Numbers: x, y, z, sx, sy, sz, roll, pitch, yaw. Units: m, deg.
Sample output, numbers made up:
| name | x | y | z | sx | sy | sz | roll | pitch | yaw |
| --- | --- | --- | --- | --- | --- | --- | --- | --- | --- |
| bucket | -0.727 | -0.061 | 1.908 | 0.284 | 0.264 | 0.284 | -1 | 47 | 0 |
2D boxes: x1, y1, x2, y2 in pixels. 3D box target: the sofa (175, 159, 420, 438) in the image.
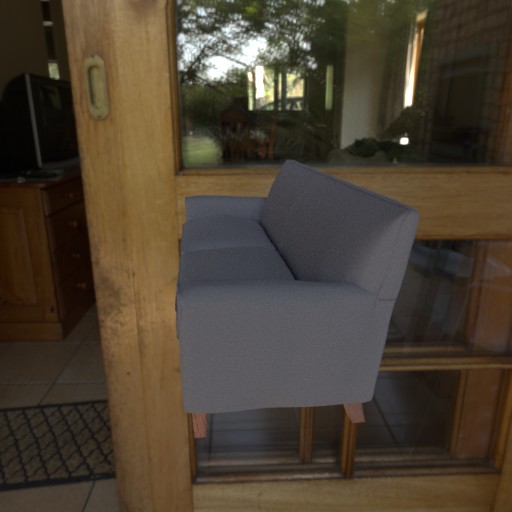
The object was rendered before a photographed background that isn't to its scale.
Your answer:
| name | x | y | z | sx | sy | sz | roll | pitch | yaw |
| --- | --- | --- | --- | --- | --- | --- | --- | --- | --- |
| sofa | 0.000 | 0.000 | 2.490 | 0.843 | 0.907 | 2.002 | -2 | 17 | -8 |
